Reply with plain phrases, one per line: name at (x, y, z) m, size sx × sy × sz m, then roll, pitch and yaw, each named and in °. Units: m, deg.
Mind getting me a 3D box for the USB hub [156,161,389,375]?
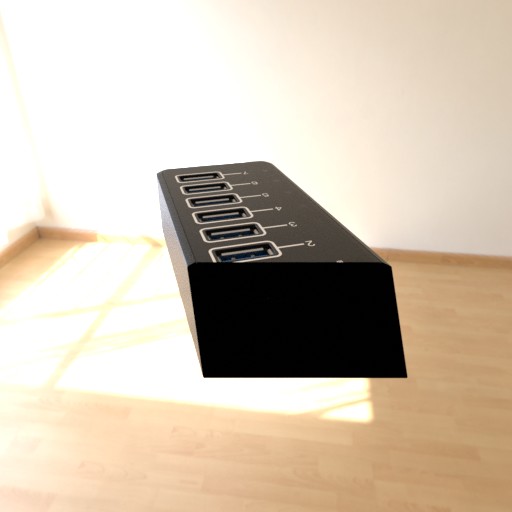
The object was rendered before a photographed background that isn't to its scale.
USB hub at (0.000, 0.000, 0.127) m, size 0.044 × 0.023 × 0.110 m, roll -8°, pitch 29°, yaw -15°
